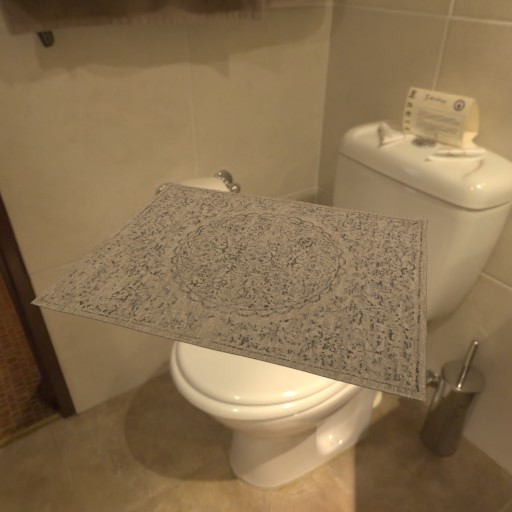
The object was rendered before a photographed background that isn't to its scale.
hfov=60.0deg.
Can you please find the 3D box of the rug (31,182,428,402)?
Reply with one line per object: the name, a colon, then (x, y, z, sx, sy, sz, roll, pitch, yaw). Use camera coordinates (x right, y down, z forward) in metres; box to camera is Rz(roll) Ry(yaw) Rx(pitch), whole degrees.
rug: (0.000, 0.000, 3.965, 2.925, 0.026, 2.343, 10, 35, 15)
